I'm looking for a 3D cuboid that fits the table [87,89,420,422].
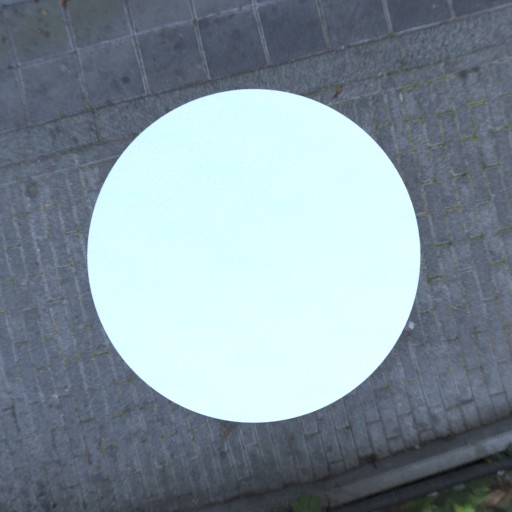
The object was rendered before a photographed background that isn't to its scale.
[{"bbox_3d":[0.000,0.000,0.995,0.600,0.400,0.600,0,90,3],"label":"table"}]
